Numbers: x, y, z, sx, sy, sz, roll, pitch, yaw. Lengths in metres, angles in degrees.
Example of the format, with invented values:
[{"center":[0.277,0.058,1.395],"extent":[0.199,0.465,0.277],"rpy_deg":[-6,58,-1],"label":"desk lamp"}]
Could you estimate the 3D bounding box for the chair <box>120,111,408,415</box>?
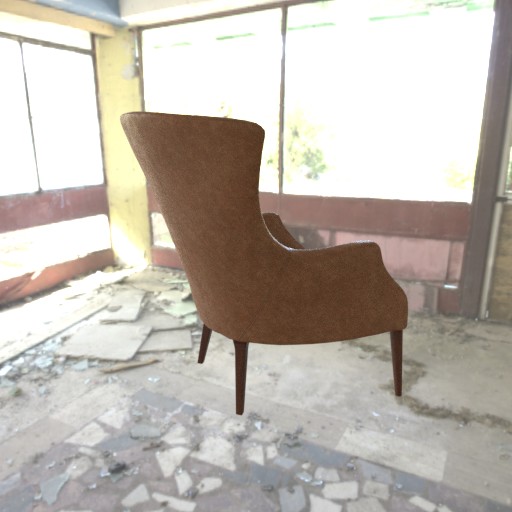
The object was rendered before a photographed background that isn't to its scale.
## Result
[{"center":[0.000,0.000,1.768],"extent":[0.955,1.067,0.846],"rpy_deg":[-7,16,-25],"label":"chair"}]
